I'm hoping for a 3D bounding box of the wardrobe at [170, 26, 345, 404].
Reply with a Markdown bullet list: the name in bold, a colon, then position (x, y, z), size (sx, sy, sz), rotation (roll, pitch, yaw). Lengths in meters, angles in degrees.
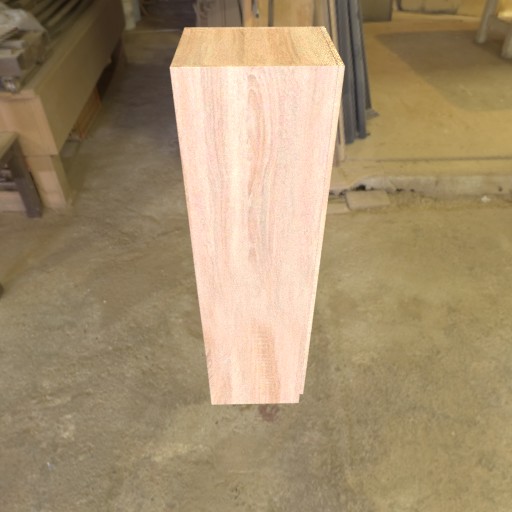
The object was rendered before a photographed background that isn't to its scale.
- **wardrobe**: position (0.000, 0.000, 2.368), size (0.588, 2.117, 0.496), rotation (-1, 41, -1)
